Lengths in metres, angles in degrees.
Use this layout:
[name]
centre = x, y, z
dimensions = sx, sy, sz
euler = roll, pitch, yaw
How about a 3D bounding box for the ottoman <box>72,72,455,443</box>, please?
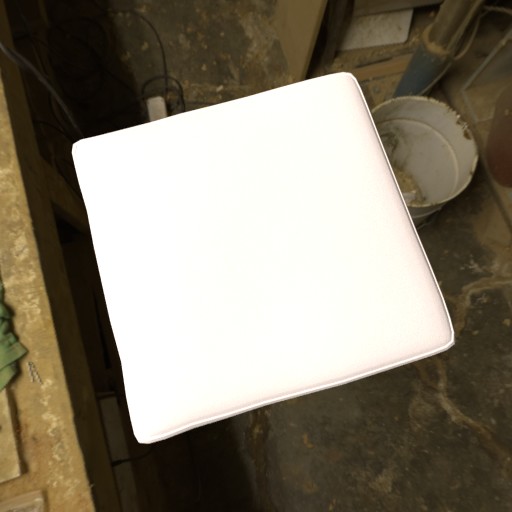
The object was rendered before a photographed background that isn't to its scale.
[ottoman]
centre = 0.000, 0.000, 1.338
dimensions = 0.838, 0.479, 0.838
euler = -16, 78, -4
